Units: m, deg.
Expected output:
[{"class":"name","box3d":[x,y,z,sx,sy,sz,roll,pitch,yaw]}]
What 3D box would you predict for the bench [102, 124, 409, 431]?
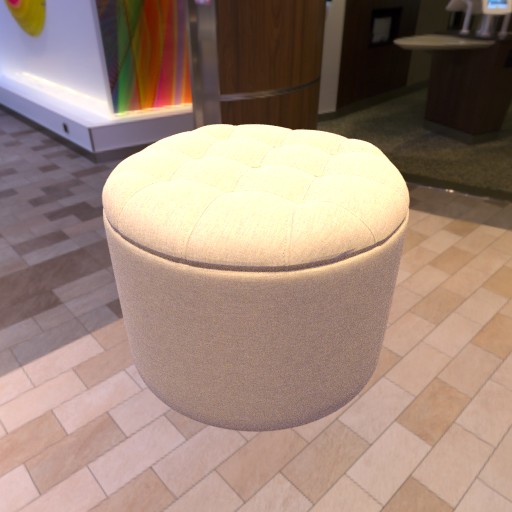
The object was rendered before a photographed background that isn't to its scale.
[{"class":"bench","box3d":[0.000,0.000,0.980,0.600,0.454,0.600,0,32,0]}]
